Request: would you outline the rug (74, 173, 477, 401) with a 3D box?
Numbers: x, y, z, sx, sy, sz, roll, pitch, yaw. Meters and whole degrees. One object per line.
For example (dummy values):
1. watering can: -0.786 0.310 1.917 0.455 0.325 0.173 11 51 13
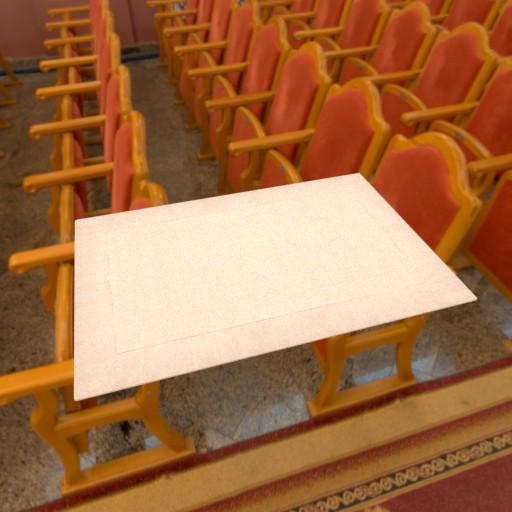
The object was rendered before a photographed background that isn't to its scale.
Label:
1. rug: 0.000 0.000 2.339 1.829 0.013 1.219 -11 42 -13
